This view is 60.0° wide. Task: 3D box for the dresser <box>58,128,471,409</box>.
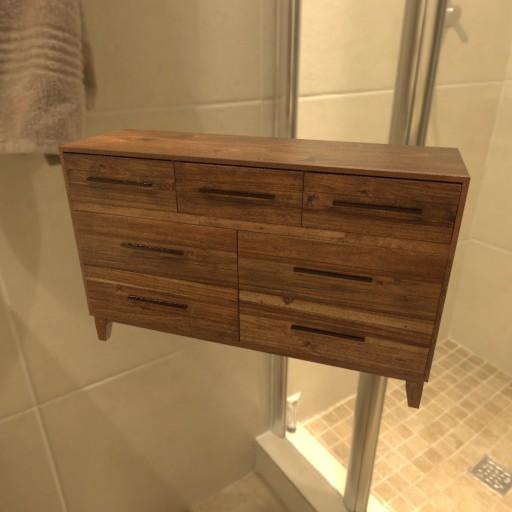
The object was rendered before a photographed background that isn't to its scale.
[{"bbox_3d":[0.000,0.000,1.800,1.400,0.873,0.446,8,26,16],"label":"dresser"}]
